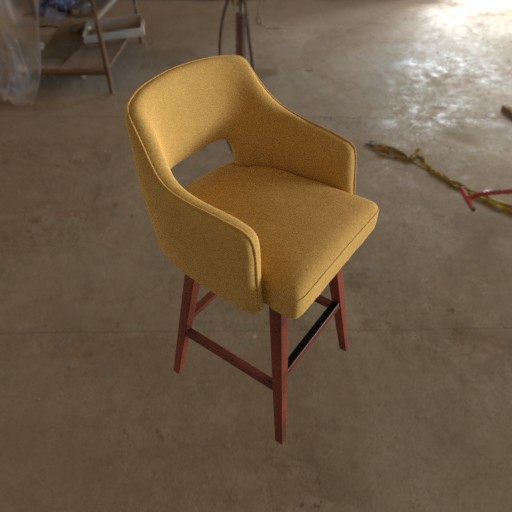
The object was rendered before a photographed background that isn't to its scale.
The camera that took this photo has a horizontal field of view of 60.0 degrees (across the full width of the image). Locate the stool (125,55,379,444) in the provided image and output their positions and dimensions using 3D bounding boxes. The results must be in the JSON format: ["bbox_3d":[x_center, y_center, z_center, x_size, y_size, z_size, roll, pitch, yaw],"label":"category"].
[{"bbox_3d":[0.000,0.000,1.350,0.558,1.012,0.548,26,48,26],"label":"stool"}]
